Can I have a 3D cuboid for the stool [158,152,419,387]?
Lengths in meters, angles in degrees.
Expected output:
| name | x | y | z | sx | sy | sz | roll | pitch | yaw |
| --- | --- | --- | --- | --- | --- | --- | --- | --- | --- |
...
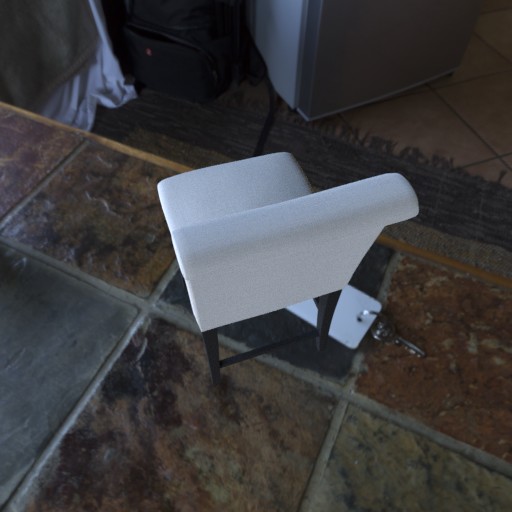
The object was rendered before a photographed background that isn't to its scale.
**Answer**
| name | x | y | z | sx | sy | sz | roll | pitch | yaw |
| --- | --- | --- | --- | --- | --- | --- | --- | --- | --- |
| stool | 0.000 | 0.000 | 1.308 | 0.452 | 0.976 | 0.597 | -16 | 58 | -10 |
